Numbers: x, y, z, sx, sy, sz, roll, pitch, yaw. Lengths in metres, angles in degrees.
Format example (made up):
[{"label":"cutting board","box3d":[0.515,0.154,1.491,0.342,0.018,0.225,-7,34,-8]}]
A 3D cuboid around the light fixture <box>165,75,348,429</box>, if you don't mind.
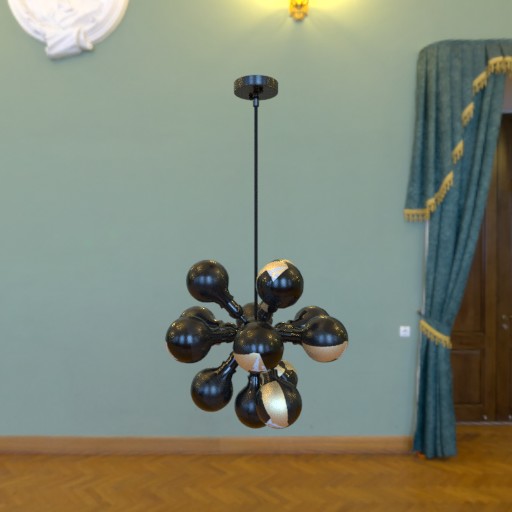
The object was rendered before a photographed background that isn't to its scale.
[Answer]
[{"label":"light fixture","box3d":[0.000,0.000,1.108,0.420,0.859,0.468,0,1,-1]}]
